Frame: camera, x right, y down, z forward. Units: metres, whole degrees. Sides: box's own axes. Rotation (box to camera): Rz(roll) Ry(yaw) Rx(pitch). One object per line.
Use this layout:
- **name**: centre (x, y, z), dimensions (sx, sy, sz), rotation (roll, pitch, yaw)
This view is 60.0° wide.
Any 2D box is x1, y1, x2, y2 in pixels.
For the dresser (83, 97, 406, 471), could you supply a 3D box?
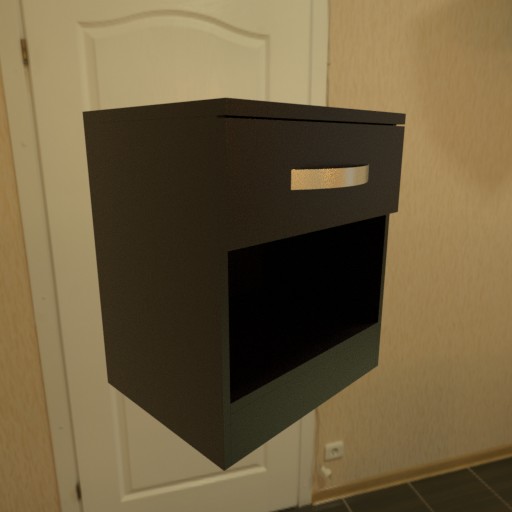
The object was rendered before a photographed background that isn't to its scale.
- **dresser**: centre (0.000, 0.000, 0.761), dimensions (0.360, 0.470, 0.400), rotation (14, 20, 43)
